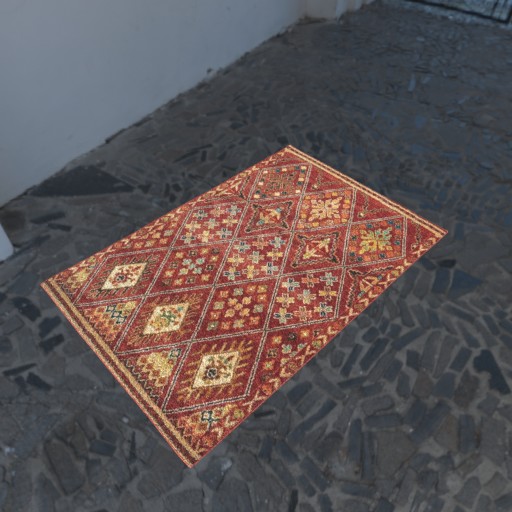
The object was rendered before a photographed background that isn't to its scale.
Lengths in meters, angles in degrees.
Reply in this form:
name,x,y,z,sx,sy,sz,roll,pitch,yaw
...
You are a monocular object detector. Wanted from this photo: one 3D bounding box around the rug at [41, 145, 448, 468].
name,x,y,z,sx,sy,sz,roll,pitch,yaw
rug,0.000,0.000,2.933,2.286,0.026,1.521,-35,55,-29
